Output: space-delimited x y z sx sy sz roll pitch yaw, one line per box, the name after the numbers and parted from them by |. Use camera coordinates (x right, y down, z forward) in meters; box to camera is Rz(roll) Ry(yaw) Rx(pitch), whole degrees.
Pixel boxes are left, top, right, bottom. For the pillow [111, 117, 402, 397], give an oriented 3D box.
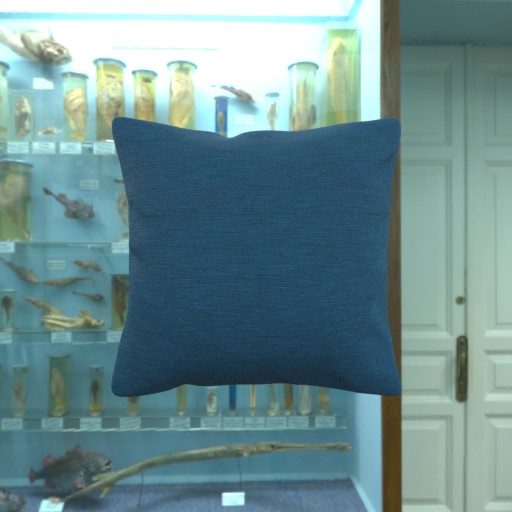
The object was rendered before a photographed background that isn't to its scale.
0.000 0.000 0.666 0.437 0.420 0.177 0 0 0 | pillow
